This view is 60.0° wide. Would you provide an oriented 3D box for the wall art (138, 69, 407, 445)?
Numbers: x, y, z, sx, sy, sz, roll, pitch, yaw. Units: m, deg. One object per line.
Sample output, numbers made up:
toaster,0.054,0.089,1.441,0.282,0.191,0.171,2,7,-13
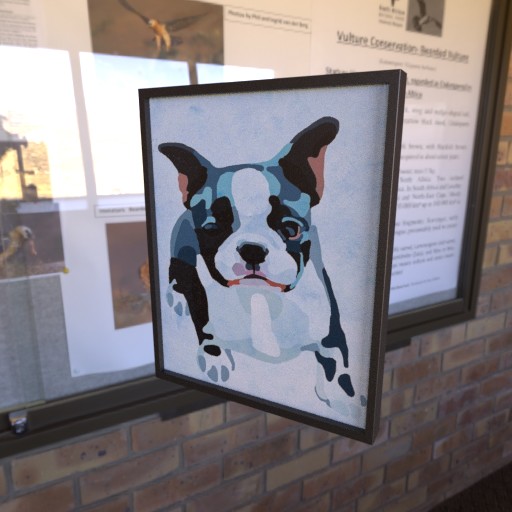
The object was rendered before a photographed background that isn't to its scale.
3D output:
wall art,0.000,0.000,0.501,0.294,0.369,0.030,8,16,28
